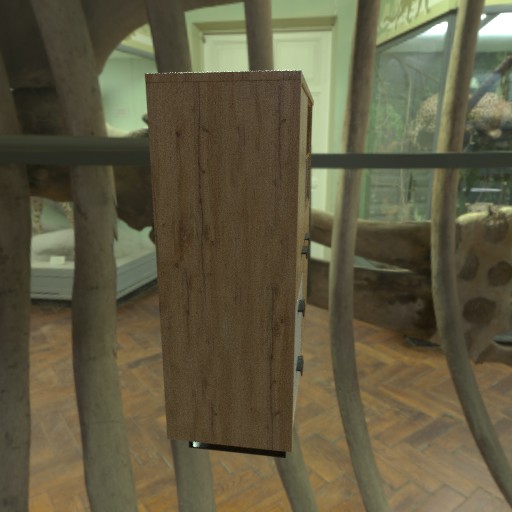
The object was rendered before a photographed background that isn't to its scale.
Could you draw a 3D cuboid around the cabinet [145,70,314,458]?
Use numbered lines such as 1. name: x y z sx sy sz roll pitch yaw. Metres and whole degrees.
1. cabinet: 0.000 0.000 1.993 0.473 1.397 1.168 2 16 9
